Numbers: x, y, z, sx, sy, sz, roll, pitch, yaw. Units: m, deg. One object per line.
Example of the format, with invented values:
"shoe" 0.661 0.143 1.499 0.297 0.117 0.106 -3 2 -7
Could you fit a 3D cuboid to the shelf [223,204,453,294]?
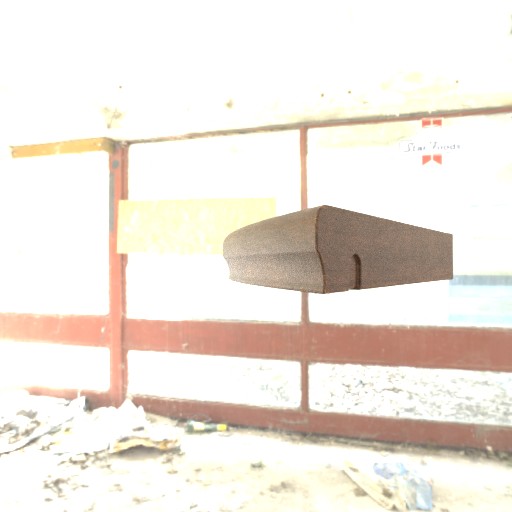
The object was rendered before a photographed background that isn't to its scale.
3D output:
"shelf" 0.000 0.000 0.452 0.310 0.050 0.310 -1 -1 36
